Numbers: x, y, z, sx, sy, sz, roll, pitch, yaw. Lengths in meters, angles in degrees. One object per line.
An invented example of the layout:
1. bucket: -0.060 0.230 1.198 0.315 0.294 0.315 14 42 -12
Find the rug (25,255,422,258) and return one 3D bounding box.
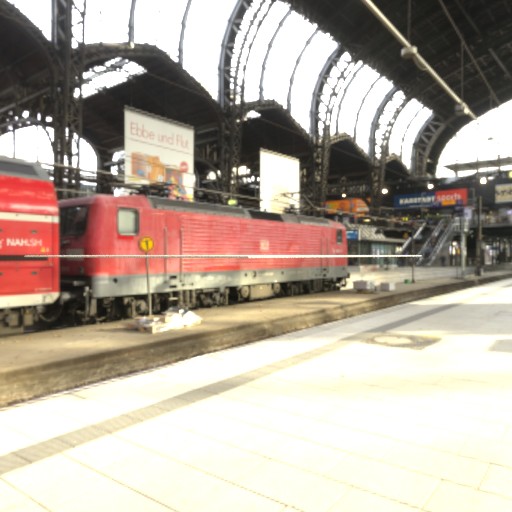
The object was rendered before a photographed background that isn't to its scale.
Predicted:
1. rug: 0.000 0.000 2.339 1.226 0.007 1.815 0 0 35
